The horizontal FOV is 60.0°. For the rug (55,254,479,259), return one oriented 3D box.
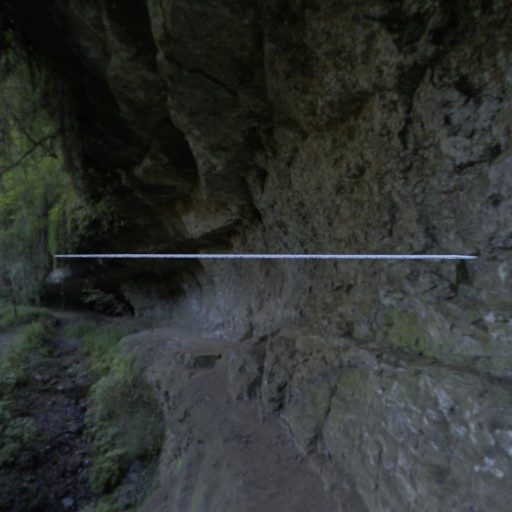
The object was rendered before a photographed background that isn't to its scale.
[{"bbox_3d":[0.000,0.000,2.810,2.436,0.013,0.807,0,1,17],"label":"rug"}]
